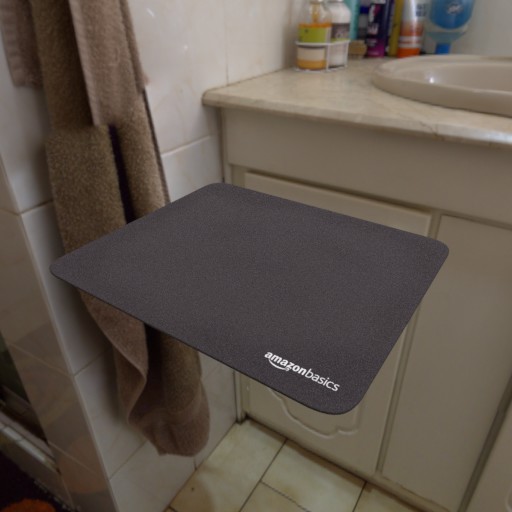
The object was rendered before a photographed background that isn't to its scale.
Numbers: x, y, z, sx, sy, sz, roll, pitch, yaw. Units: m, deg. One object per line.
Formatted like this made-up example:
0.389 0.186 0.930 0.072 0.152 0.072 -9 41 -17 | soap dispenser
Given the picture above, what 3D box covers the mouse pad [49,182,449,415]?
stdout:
0.000 0.000 0.440 0.315 0.002 0.269 19 36 29 | mouse pad
